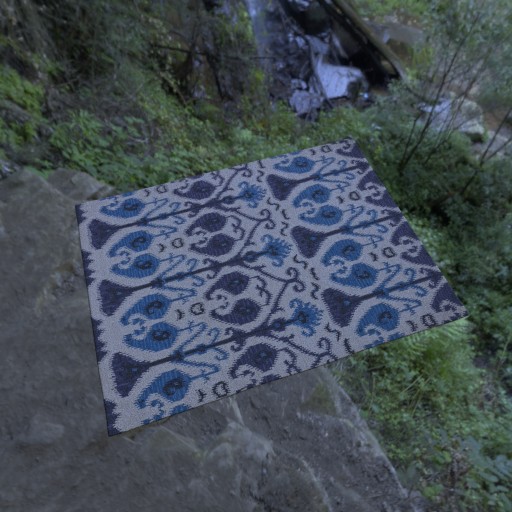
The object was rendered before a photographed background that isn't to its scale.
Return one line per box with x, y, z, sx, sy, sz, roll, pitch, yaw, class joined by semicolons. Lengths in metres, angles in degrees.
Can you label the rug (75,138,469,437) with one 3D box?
0.000;0.000;4.322;3.228;0.024;2.443;-16;58;-10;rug
